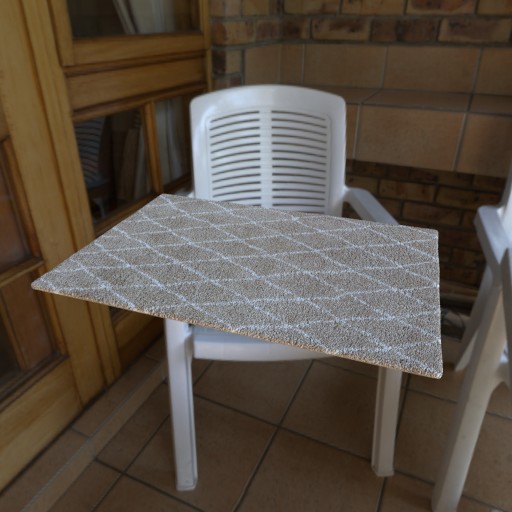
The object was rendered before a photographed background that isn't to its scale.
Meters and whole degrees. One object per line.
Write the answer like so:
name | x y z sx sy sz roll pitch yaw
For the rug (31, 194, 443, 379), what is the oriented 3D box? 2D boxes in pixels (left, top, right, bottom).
rug | 0.000 0.000 2.283 1.778 0.030 1.219 9 30 17
